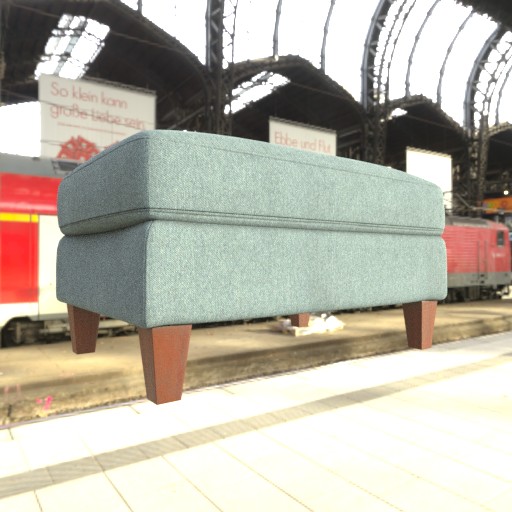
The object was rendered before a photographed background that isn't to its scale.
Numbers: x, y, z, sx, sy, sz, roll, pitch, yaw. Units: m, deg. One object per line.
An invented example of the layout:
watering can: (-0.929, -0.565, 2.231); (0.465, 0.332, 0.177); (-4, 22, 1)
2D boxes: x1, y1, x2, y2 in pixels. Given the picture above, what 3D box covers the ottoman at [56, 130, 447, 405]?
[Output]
ottoman: (0.000, 0.000, 1.141); (0.864, 0.483, 0.584); (0, -1, -37)
